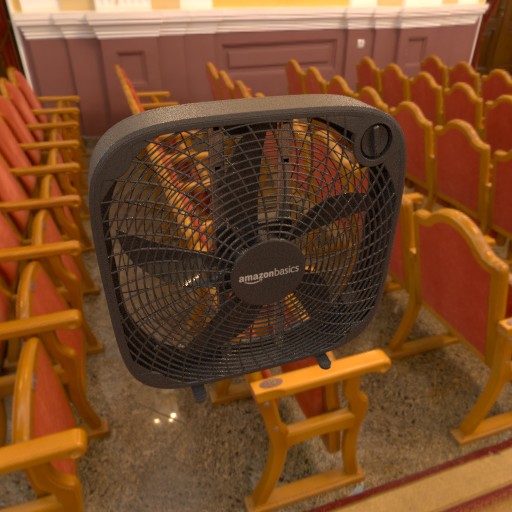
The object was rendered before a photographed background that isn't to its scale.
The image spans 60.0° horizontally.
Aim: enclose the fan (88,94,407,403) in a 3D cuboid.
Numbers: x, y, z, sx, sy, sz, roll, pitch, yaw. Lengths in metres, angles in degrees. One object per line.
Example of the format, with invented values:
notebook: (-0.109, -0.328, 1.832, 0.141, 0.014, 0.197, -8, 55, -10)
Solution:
fan: (0.000, 0.000, 0.800, 0.526, 0.533, 0.142, -10, 34, -16)
